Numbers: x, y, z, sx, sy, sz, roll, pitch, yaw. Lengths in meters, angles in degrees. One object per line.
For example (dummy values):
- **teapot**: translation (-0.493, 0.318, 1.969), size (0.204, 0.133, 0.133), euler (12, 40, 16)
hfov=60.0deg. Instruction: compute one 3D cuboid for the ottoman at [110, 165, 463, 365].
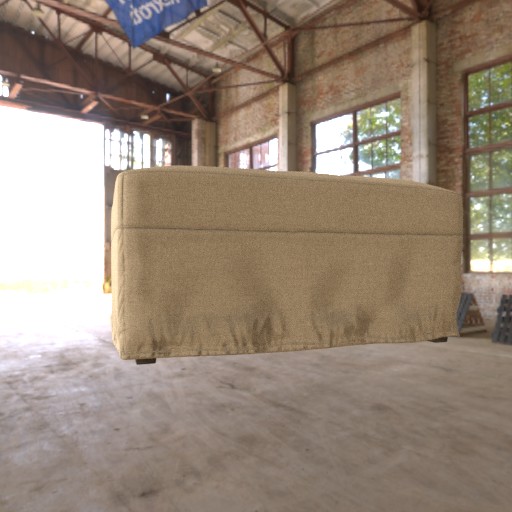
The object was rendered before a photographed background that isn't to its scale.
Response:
- **ottoman**: translation (0.000, 0.000, 1.352), size (0.840, 0.436, 0.843), euler (0, -1, -19)
